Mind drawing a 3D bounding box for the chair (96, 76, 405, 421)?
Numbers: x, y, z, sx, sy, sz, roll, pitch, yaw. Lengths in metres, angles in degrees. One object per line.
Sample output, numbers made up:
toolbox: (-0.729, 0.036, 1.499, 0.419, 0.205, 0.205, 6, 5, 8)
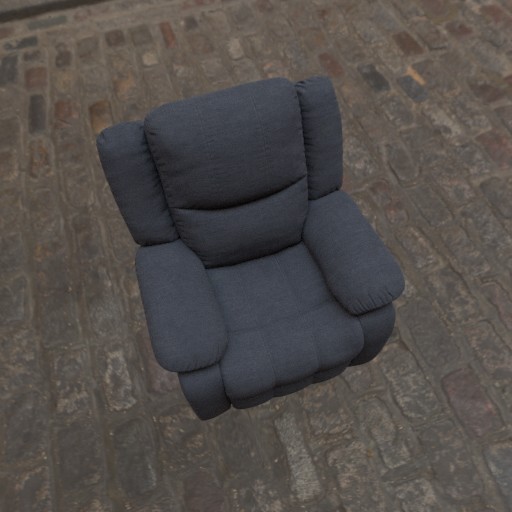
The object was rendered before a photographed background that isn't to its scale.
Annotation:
chair: (0.000, 0.000, 1.718, 0.899, 1.008, 0.944, -17, 63, -9)
